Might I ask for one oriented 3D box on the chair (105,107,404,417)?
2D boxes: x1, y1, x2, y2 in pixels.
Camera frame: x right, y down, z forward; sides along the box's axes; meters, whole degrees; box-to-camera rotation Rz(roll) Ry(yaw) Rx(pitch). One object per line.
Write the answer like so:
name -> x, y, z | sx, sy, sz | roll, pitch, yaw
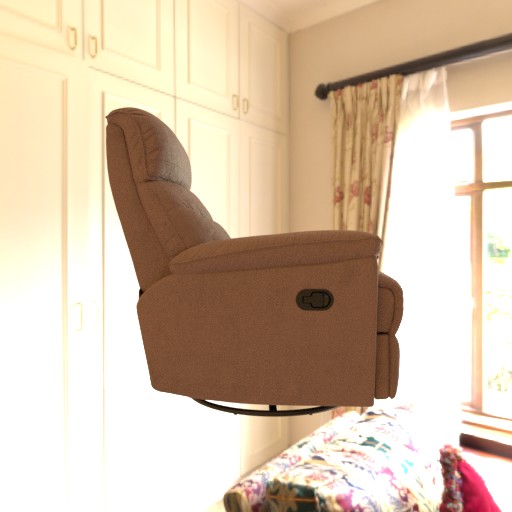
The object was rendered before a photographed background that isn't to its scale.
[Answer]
chair -> 0.000, 0.000, 1.740 | 1.004, 1.037, 0.820 | 0, 0, 0
